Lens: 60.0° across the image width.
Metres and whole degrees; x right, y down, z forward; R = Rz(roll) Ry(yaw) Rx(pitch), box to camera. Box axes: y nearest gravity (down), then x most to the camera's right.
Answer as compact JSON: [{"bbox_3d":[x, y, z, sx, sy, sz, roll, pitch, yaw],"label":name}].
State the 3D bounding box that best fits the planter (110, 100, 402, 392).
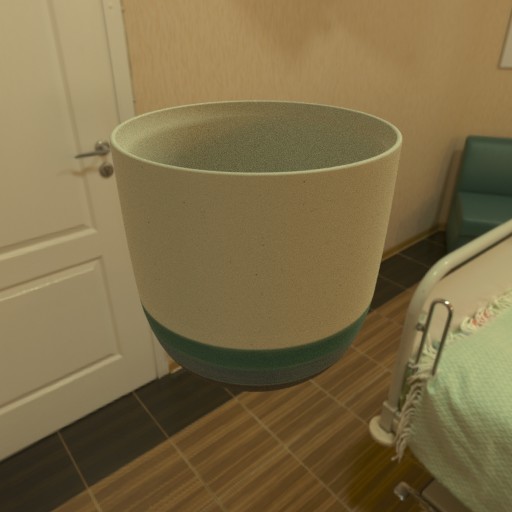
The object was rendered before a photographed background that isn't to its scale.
[{"bbox_3d":[0.000,0.000,0.373,0.204,0.214,0.204,0,30,0],"label":"planter"}]
